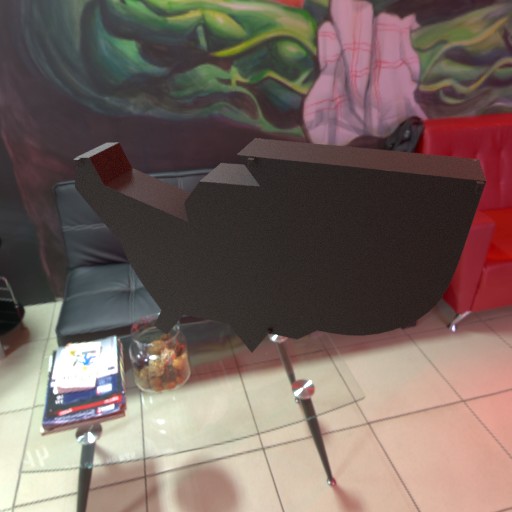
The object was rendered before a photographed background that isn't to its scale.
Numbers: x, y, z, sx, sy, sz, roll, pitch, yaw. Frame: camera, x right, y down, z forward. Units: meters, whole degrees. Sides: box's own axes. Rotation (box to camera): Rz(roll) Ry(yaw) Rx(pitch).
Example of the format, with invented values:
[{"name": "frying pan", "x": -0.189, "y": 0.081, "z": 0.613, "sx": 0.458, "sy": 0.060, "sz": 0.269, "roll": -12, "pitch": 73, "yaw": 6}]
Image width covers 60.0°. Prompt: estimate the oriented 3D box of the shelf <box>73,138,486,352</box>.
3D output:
[{"name": "shelf", "x": 0.000, "y": 0.000, "z": 0.885, "sx": 0.729, "sy": 0.439, "sz": 0.112, "roll": 9, "pitch": 32, "yaw": 15}]
